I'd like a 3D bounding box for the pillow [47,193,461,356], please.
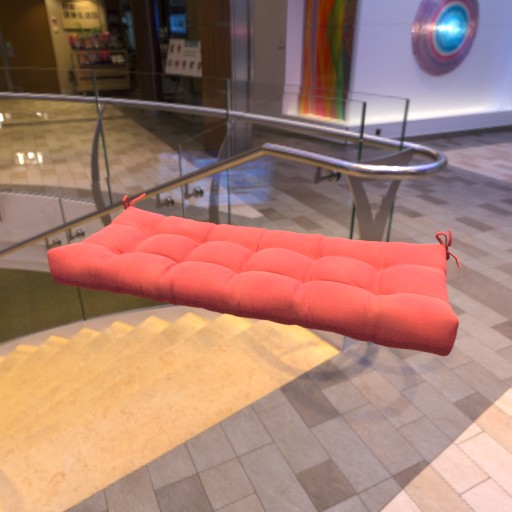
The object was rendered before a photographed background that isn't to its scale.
[{"bbox_3d":[0.000,0.000,1.352,1.194,0.174,0.511,8,28,16],"label":"pillow"}]
